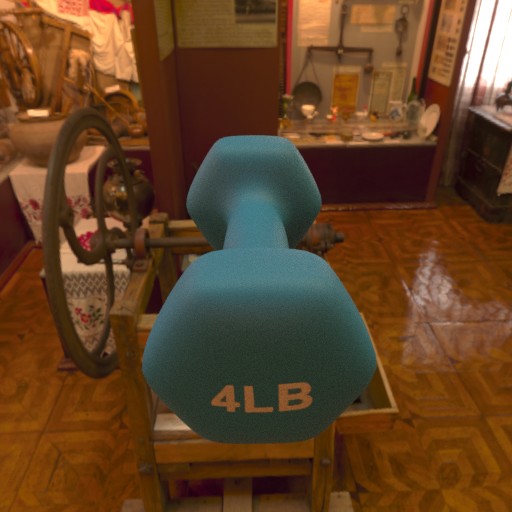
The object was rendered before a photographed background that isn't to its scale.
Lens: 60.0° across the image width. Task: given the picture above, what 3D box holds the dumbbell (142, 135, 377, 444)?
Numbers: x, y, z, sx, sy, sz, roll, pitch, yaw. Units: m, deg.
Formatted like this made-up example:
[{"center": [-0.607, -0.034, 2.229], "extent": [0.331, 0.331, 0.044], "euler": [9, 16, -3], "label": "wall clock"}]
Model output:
[{"center": [0.000, 0.000, 0.190], "extent": [0.074, 0.066, 0.152], "euler": [0, 32, 0], "label": "dumbbell"}]
